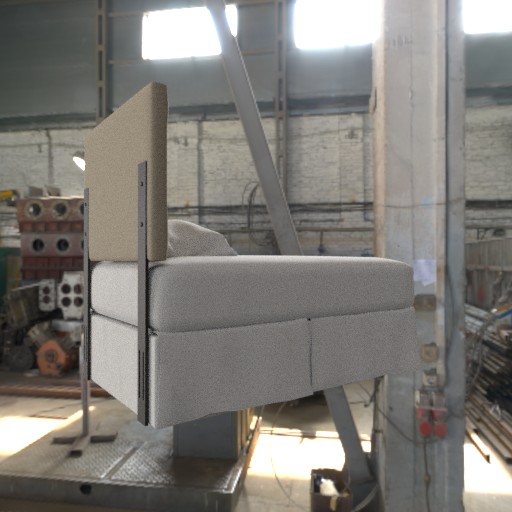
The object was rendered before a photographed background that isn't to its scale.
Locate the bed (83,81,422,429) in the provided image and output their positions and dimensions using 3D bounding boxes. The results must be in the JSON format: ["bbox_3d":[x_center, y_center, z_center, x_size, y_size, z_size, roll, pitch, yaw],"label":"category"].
[{"bbox_3d":[0.000,0.000,3.012,1.997,1.571,1.261,0,-1,-36],"label":"bed"}]
